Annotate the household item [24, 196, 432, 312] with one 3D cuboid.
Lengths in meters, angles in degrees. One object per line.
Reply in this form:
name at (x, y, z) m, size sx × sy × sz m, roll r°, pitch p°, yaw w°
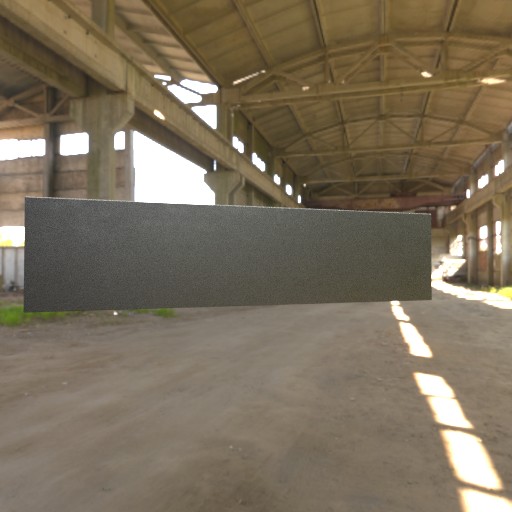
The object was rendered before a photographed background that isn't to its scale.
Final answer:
household item at (0.000, 0.000, 1.071) m, size 1.001 × 0.236 × 0.030 m, roll 0°, pitch -1°, yaw -18°
